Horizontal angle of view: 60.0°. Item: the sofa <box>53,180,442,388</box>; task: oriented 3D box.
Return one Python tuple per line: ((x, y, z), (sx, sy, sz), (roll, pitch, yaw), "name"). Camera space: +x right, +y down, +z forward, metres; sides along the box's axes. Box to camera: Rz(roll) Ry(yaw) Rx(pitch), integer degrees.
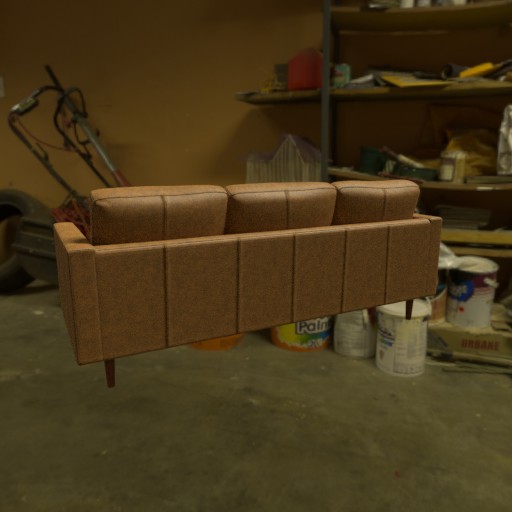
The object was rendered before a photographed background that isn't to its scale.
((0.000, 0.000, 2.764), (2.231, 0.930, 0.903), (-6, 14, -27), "sofa")
